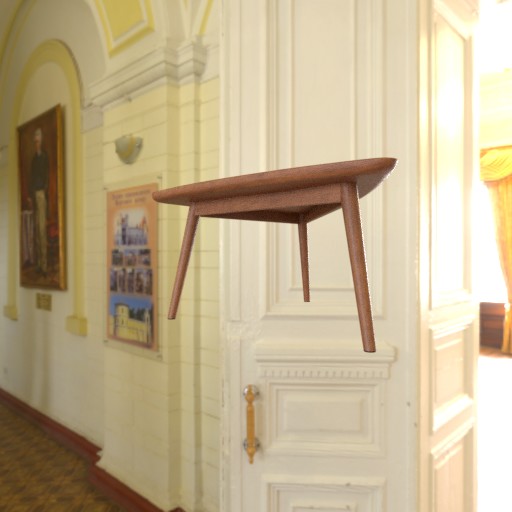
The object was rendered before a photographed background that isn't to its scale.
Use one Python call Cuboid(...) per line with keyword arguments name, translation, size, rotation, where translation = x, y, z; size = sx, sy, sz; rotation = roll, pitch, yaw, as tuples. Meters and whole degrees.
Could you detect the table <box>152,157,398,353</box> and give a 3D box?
Cuboid(name="table", translation=(0.000, 0.000, 1.292), size=(0.601, 0.365, 1.008), rotation=(0, 1, -2))
